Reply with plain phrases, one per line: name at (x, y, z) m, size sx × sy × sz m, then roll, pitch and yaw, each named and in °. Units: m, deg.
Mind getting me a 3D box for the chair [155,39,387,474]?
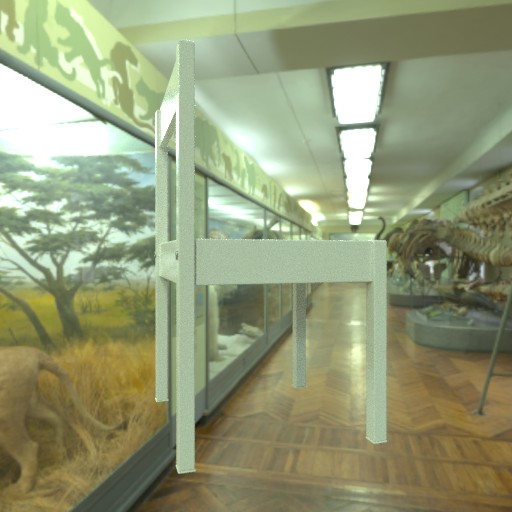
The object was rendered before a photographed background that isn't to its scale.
chair at (0.000, 0.000, 0.692) m, size 0.285 × 0.505 × 0.285 m, roll 0°, pitch 0°, yaw -18°
